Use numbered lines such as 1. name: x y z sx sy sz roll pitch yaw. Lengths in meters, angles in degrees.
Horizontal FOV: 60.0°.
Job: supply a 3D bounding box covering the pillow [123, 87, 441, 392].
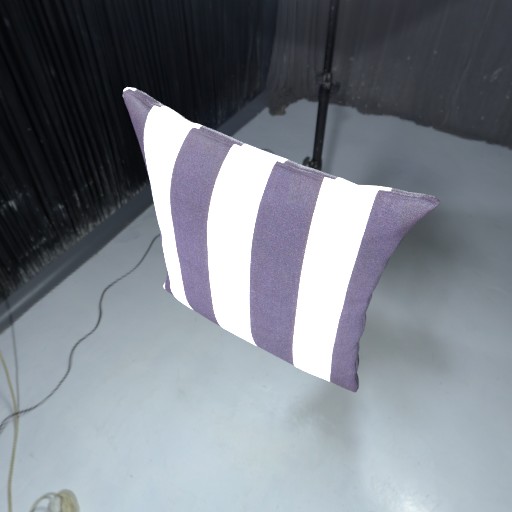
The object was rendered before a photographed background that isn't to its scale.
1. pillow: 0.000 0.000 0.826 0.536 0.526 0.189 25 52 21
